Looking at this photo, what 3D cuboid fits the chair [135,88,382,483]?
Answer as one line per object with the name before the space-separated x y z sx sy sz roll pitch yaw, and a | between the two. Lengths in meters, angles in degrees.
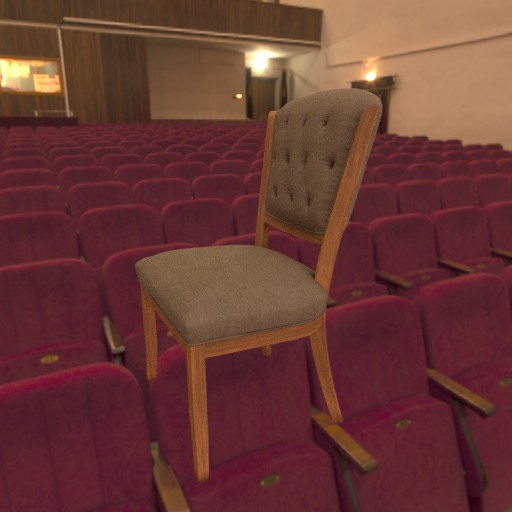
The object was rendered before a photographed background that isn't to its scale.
chair | 0.000 0.000 1.256 0.584 0.905 0.513 -8 18 -26
